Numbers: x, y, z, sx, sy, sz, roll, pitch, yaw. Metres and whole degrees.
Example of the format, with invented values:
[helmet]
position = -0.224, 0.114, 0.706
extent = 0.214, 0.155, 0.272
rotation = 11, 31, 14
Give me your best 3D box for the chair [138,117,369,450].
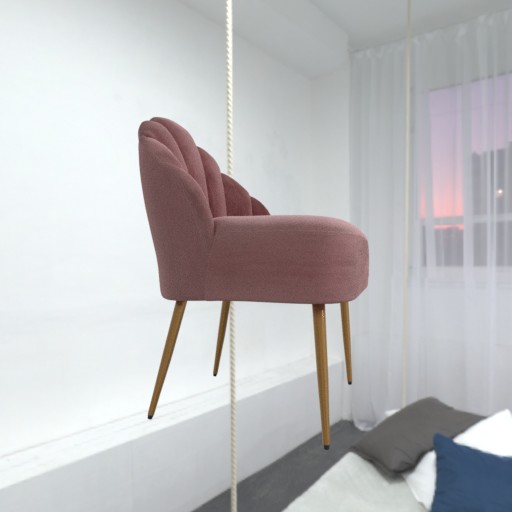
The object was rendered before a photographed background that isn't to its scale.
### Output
[chair]
position = 0.000, 0.000, 1.248
extent = 0.599, 0.819, 0.657
rotation = 0, 0, 18
